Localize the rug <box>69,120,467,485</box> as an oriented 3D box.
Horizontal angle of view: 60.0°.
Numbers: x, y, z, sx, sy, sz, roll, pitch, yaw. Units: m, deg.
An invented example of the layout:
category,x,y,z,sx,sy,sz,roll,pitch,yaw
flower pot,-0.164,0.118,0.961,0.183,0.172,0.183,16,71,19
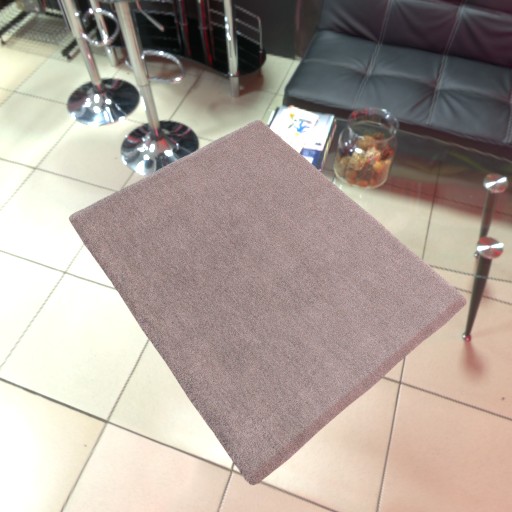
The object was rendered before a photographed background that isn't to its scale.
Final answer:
category,x,y,z,sx,sy,sz,roll,pitch,yaw
rug,0.000,0.000,3.980,2.332,0.027,2.933,-33,63,-19
